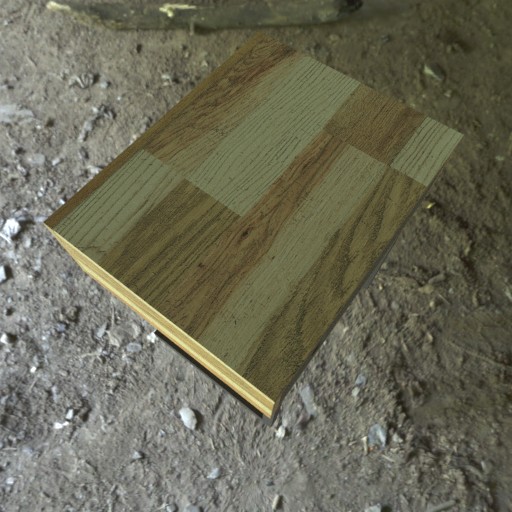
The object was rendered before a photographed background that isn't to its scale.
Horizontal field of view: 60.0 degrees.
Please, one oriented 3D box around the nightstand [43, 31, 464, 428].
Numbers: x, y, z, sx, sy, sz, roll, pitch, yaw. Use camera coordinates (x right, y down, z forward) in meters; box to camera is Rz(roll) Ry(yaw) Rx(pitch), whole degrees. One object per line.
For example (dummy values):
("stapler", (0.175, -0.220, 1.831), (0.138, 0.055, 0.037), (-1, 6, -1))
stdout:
("nightstand", (0.000, 0.000, 1.012), (0.481, 0.632, 0.558), (34, 68, 16))
